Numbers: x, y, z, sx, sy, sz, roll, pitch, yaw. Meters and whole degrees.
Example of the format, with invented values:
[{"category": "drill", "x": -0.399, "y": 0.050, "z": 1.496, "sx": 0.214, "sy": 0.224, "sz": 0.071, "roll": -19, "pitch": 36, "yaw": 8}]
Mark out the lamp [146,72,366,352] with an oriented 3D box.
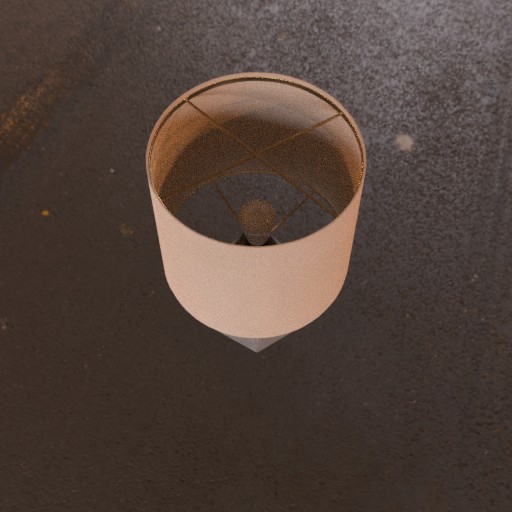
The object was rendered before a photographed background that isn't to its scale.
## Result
[{"category": "lamp", "x": 0.000, "y": 0.000, "z": 0.686, "sx": 0.276, "sy": 0.501, "sz": 0.276, "roll": 0, "pitch": 64, "yaw": 0}]
